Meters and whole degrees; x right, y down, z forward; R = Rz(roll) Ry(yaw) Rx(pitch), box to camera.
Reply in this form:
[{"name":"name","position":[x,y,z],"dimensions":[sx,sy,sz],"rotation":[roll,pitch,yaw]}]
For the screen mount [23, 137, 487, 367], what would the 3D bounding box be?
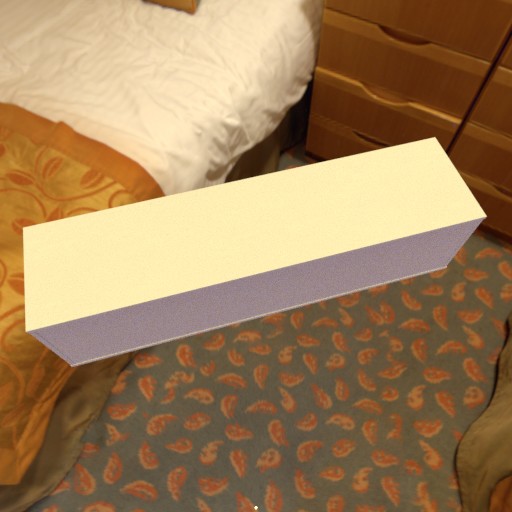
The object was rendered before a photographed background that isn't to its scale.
[{"name":"screen mount","position":[0.000,0.000,1.805],"dimensions":[1.600,0.520,0.418],"rotation":[-14,61,-8]}]
